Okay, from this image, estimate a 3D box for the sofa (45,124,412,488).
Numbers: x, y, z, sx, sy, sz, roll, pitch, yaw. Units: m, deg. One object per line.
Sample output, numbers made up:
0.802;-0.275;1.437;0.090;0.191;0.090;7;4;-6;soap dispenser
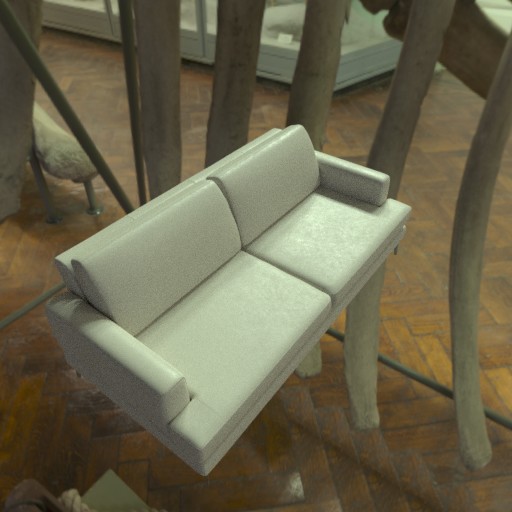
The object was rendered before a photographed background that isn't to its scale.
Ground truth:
0.000;0.000;2.362;0.974;0.765;1.940;26;47;27;sofa
